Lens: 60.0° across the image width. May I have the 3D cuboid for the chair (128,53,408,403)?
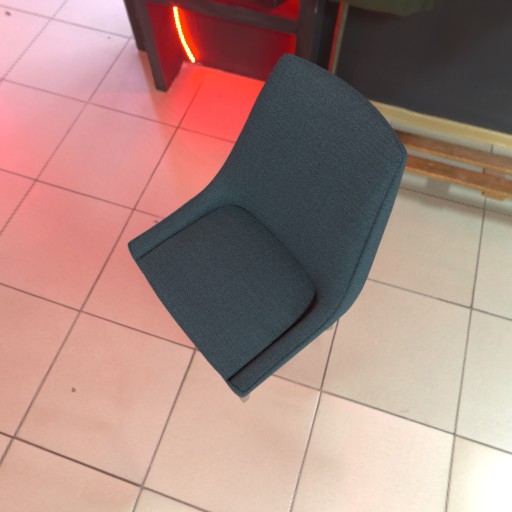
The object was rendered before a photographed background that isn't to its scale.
[{"bbox_3d":[0.000,0.000,1.205,0.544,0.861,0.529,-36,70,-16],"label":"chair"}]
